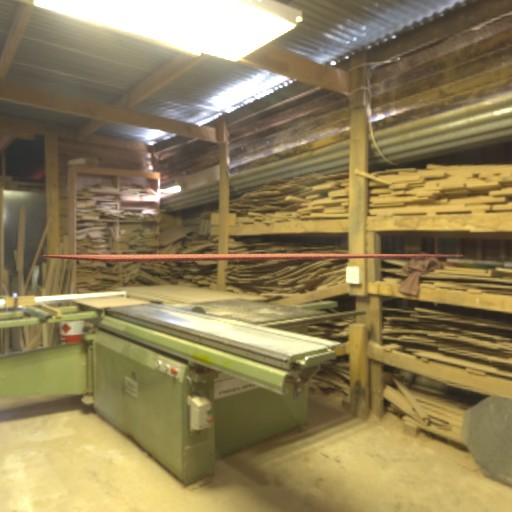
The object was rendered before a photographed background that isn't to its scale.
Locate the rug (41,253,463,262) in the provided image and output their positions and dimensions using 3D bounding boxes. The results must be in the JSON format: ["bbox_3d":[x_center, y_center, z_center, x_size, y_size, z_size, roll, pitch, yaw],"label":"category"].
[{"bbox_3d":[0.000,0.000,3.006,2.438,0.014,1.524,-1,1,-34],"label":"rug"}]
